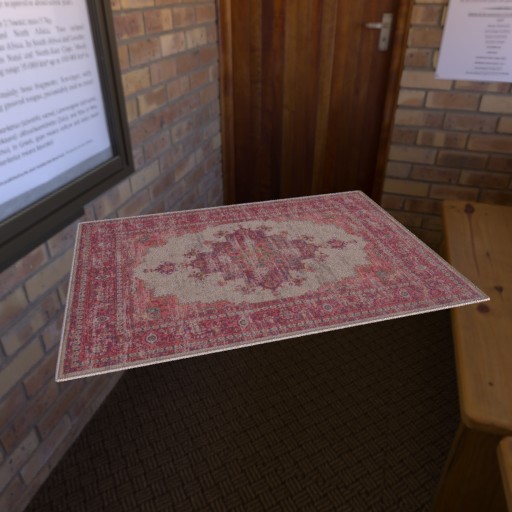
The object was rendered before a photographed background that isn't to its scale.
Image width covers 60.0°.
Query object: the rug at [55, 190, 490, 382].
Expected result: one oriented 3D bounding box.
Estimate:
[{"bbox_3d":[0.000,0.000,3.615,2.878,0.014,2.005,-8,32,-13],"label":"rug"}]
